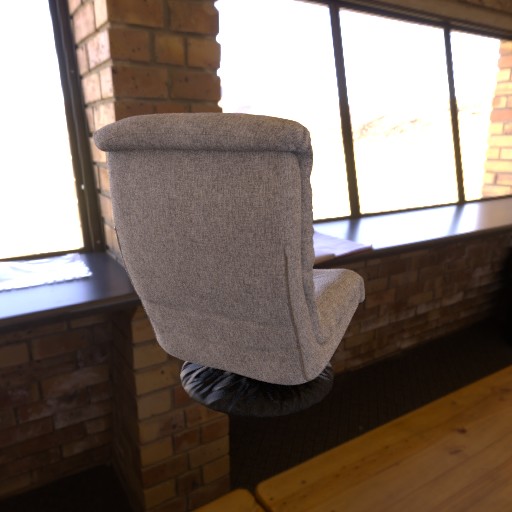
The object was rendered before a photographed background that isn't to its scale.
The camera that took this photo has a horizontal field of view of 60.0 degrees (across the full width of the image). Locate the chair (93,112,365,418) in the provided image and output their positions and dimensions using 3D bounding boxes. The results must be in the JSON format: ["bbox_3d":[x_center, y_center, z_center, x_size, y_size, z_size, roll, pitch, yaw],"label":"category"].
[{"bbox_3d":[0.000,0.000,1.009,0.400,0.600,0.583,7,17,25],"label":"chair"}]
